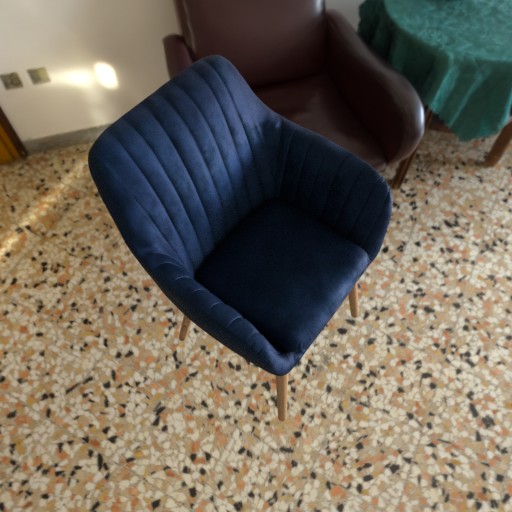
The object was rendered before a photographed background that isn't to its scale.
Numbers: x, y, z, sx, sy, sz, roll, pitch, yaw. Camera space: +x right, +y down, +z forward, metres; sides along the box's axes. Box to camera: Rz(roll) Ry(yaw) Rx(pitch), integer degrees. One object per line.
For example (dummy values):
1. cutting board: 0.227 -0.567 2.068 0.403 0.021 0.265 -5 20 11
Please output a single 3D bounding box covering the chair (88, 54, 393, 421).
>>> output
1. chair: 0.000 0.000 1.223 0.573 0.826 0.578 33 64 19
